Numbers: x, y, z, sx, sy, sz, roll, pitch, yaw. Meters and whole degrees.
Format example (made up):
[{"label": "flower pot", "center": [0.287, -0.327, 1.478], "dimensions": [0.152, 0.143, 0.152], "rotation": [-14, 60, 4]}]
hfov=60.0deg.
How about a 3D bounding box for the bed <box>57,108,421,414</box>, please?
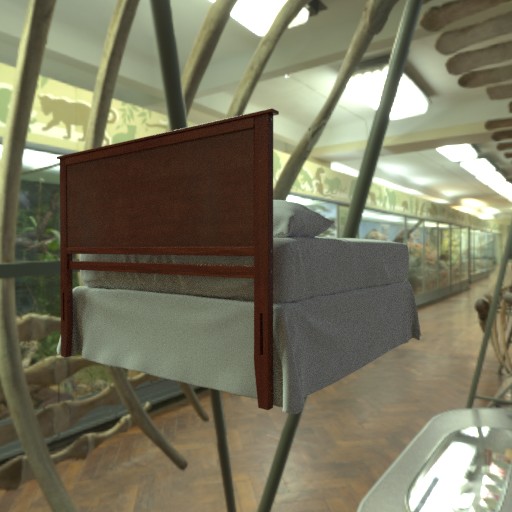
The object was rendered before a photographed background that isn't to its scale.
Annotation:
[{"label": "bed", "center": [0.000, 0.000, 3.151], "dimensions": [1.870, 1.270, 2.050], "rotation": [1, 1, 36]}]
